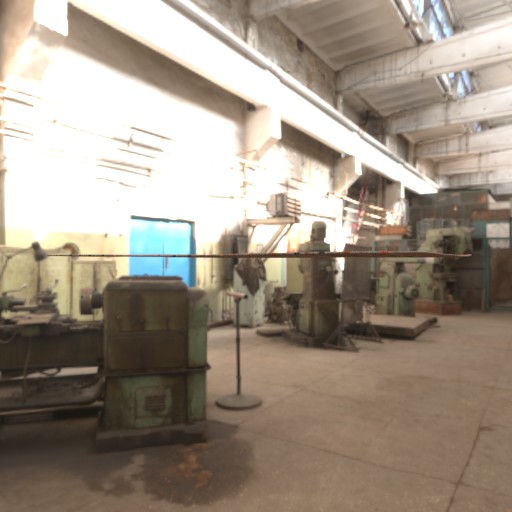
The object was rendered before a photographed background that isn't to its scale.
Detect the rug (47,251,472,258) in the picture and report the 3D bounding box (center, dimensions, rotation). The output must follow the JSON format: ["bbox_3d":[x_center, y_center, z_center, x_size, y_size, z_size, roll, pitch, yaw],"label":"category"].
[{"bbox_3d":[0.000,0.000,2.293,1.835,0.017,1.220,0,-1,35],"label":"rug"}]
